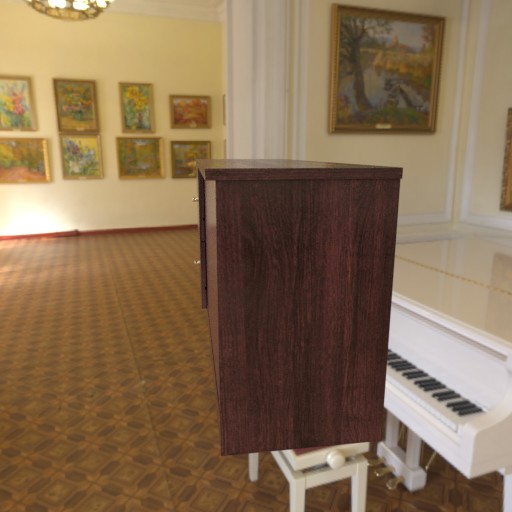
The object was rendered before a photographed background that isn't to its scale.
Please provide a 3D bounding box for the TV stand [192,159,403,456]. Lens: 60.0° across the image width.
[{"bbox_3d":[0.000,0.000,1.475,0.404,0.614,1.192,-2,13,-8],"label":"TV stand"}]
